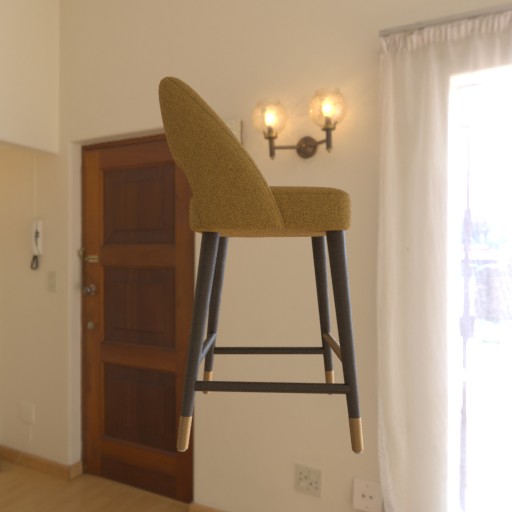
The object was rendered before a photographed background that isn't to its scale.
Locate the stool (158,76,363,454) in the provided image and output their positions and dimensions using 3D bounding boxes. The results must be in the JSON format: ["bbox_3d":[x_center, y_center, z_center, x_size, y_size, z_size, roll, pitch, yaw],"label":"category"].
[{"bbox_3d":[0.000,0.000,1.281,0.522,0.939,0.536,0,0,1],"label":"stool"}]
